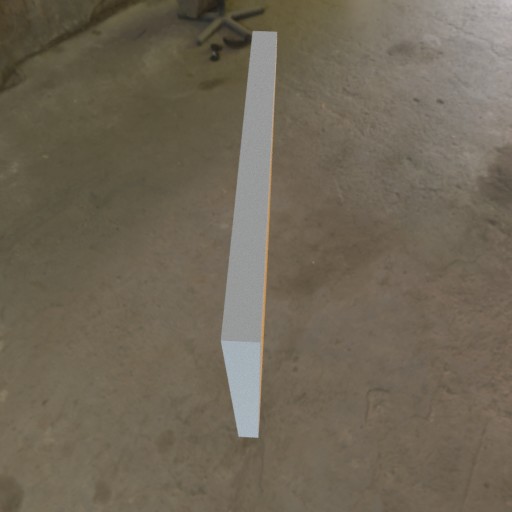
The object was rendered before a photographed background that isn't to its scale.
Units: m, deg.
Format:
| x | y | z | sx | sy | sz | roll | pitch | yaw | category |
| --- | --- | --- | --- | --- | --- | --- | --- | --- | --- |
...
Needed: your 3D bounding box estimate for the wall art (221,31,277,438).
| x | y | z | sx | sy | sz | roll | pitch | yaw | category |
| --- | --- | --- | --- | --- | --- | --- | --- | --- | --- |
| 0.000 | 0.000 | 1.960 | 0.098 | 1.291 | 1.289 | 3 | 58 | 2 | wall art |
